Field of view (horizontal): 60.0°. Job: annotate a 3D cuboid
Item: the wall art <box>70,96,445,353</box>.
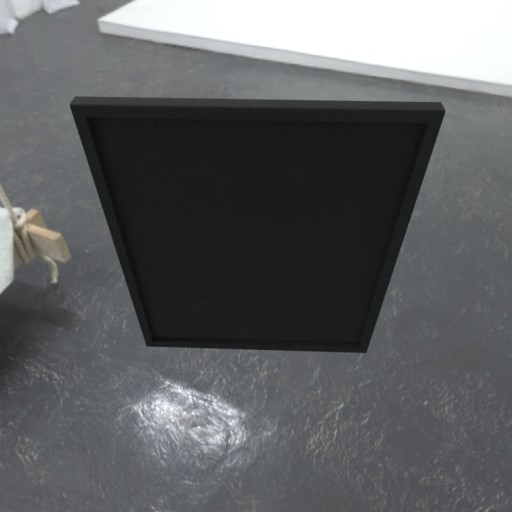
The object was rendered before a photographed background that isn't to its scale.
[{"bbox_3d":[0.000,0.000,0.696,0.432,0.508,0.021,1,46,1],"label":"wall art"}]
